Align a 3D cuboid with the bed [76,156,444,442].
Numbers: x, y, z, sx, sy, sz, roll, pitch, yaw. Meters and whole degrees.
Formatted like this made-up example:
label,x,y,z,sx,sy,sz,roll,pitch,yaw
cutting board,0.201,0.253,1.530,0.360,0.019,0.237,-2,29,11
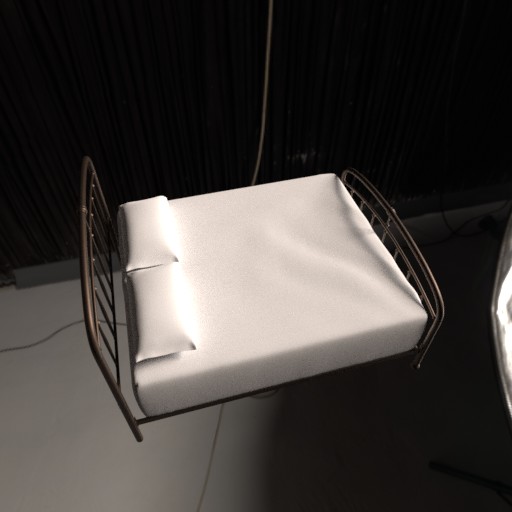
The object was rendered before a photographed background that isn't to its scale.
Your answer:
label,x,y,z,sx,sy,sz,roll,pitch,yaw
bed,0.000,0.000,3.289,2.180,1.425,1.711,-11,48,-10
